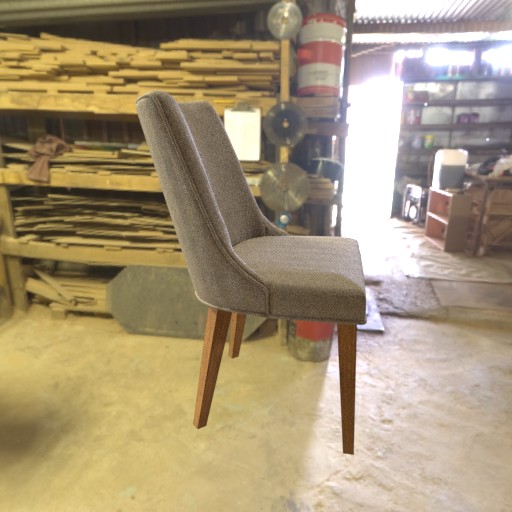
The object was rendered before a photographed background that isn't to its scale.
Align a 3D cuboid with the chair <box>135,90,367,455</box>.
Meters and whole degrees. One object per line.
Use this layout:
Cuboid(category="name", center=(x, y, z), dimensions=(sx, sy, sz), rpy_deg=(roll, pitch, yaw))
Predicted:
Cuboid(category="chair", center=(0.000, 0.000, 1.336), dimensions=(0.636, 0.916, 0.548), rpy_deg=(3, 16, 10))
